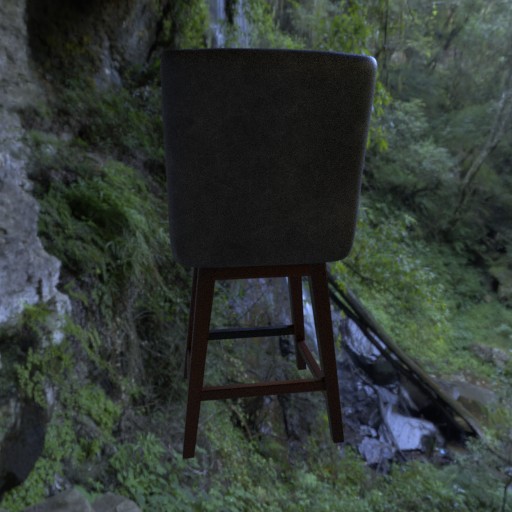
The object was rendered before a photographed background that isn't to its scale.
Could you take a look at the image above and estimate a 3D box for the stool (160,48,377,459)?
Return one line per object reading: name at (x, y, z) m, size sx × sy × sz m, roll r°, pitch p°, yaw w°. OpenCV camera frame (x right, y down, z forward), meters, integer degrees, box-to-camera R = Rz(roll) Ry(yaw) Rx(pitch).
stool at (0.000, 0.000, 1.326) m, size 0.492 × 1.046 × 0.587 m, roll -2°, pitch 15°, yaw -8°
